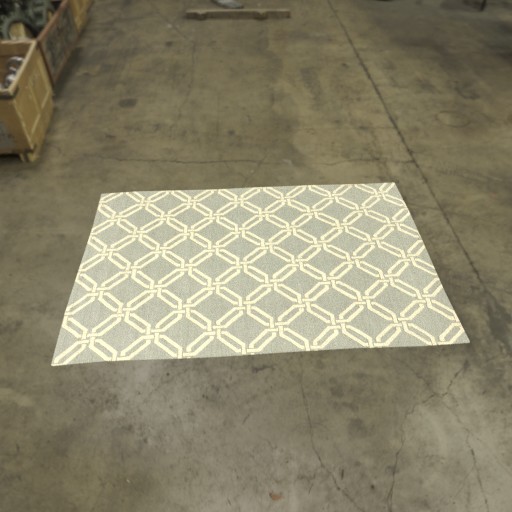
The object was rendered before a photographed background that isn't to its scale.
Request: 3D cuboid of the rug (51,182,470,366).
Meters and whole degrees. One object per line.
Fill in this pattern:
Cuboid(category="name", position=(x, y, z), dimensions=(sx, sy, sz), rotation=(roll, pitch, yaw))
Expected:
Cuboid(category="rug", position=(0.000, 0.000, 2.233), dimensions=(1.754, 0.010, 1.148), rotation=(-3, 46, -3))
